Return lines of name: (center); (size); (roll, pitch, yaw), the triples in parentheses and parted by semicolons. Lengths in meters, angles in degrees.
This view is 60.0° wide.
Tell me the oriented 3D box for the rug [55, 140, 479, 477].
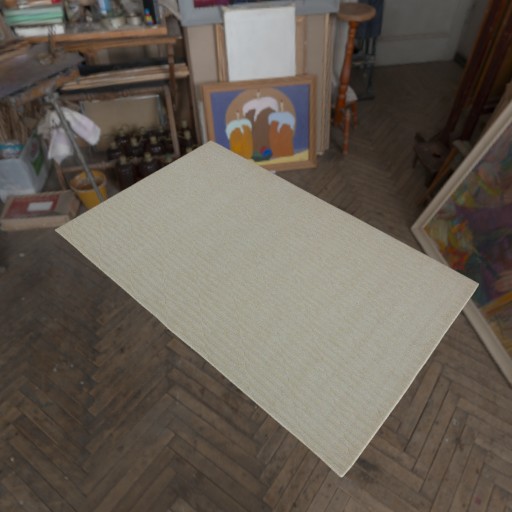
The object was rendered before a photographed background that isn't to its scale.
rug: (0.000, 0.000, 2.955); (2.441, 0.014, 1.531); (33, 56, 27)
